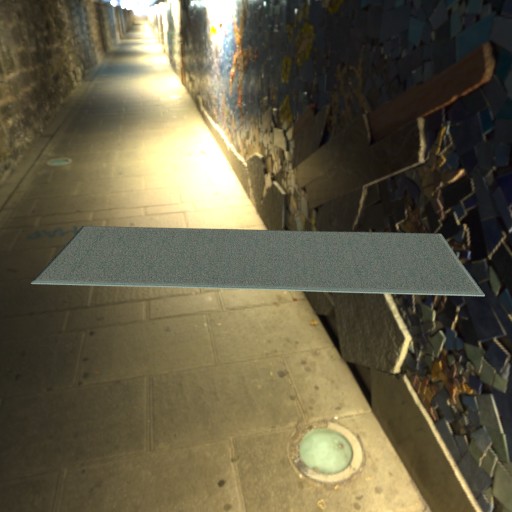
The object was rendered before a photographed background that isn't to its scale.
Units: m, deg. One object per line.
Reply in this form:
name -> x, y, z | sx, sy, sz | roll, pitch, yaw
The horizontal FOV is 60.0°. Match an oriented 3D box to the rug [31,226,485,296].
rug -> 0.000, 0.000, 2.426 | 2.196, 0.011, 0.662 | 1, 29, 2
